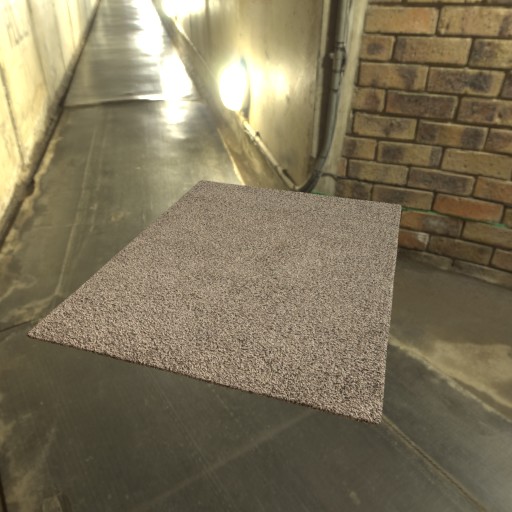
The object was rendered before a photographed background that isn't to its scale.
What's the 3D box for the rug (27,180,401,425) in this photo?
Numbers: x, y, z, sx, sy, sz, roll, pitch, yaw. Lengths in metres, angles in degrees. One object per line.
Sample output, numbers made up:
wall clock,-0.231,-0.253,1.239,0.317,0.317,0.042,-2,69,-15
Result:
rug,0.000,0.000,4.033,2.438,0.029,3.047,10,33,15
